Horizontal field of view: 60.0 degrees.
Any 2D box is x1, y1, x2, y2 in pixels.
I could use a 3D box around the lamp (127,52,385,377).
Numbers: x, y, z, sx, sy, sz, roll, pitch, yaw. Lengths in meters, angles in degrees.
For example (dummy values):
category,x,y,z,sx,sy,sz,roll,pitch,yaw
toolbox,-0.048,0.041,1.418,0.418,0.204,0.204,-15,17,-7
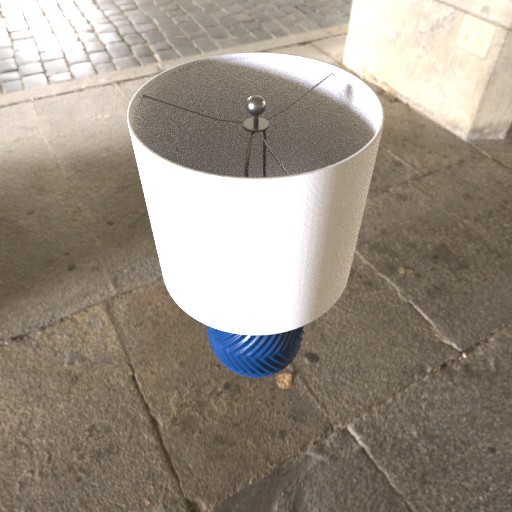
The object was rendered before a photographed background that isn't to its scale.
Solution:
category,x,y,z,sx,sy,sz,roll,pitch,yaw
lamp,0.000,0.000,0.485,0.203,0.368,0.203,11,47,10
